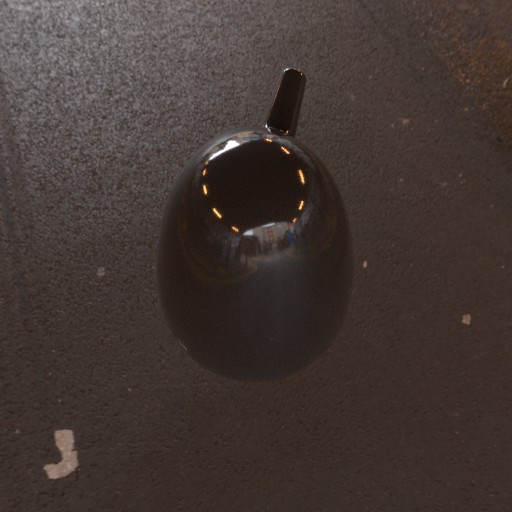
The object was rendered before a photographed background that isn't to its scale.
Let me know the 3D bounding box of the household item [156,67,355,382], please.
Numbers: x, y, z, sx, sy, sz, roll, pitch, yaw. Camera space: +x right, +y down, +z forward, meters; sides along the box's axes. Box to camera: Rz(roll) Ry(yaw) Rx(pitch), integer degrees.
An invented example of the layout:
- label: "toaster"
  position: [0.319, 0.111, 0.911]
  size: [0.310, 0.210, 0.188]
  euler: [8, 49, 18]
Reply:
- label: "household item"
  position: [0.000, 0.000, 0.209]
  size: [0.102, 0.152, 0.104]
  euler: [16, 66, 7]
